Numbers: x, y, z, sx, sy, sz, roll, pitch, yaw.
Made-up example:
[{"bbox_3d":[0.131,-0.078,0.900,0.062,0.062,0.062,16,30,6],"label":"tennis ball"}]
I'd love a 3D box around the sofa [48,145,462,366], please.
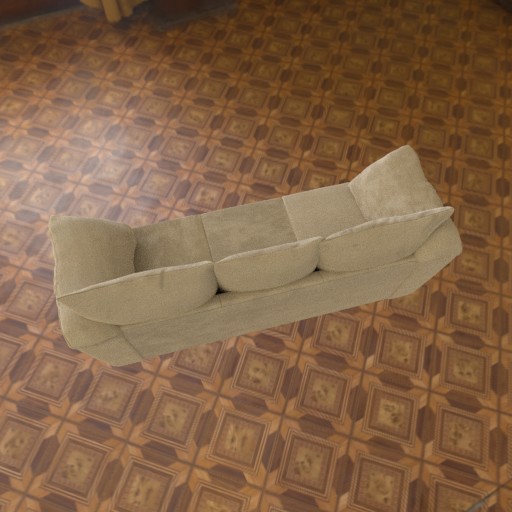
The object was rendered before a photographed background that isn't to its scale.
[{"bbox_3d":[0.000,0.000,2.849,2.377,0.981,0.893,-13,60,-8],"label":"sofa"}]
